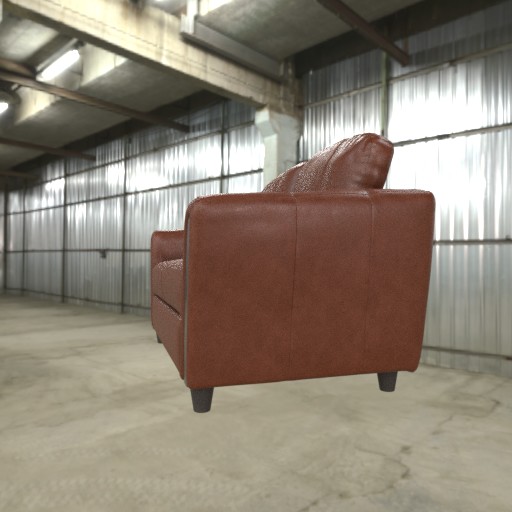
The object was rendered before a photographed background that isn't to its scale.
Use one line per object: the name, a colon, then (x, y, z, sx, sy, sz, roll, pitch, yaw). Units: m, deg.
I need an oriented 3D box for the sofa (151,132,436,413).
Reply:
sofa: (0.000, 0.000, 1.915, 0.805, 0.906, 1.406, 0, -1, -18)
